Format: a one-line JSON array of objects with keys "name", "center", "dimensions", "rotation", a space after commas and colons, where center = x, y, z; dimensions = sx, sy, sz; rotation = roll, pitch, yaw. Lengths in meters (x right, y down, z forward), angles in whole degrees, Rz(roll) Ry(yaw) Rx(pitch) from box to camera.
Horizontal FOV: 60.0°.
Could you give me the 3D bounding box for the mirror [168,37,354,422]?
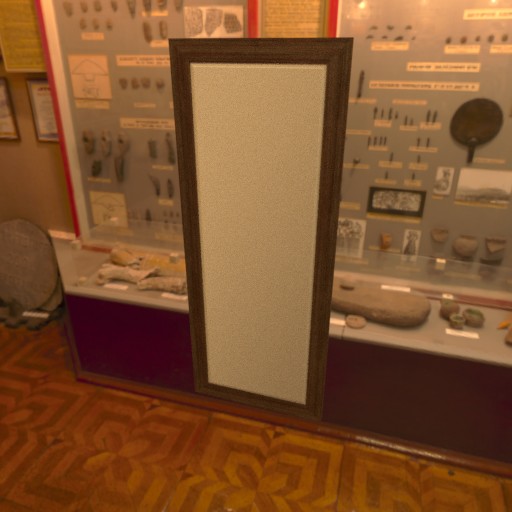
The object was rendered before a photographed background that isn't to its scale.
[{"name": "mirror", "center": [0.000, 0.000, 2.302], "dimensions": [0.812, 2.032, 0.025], "rotation": [8, 26, 16]}]
